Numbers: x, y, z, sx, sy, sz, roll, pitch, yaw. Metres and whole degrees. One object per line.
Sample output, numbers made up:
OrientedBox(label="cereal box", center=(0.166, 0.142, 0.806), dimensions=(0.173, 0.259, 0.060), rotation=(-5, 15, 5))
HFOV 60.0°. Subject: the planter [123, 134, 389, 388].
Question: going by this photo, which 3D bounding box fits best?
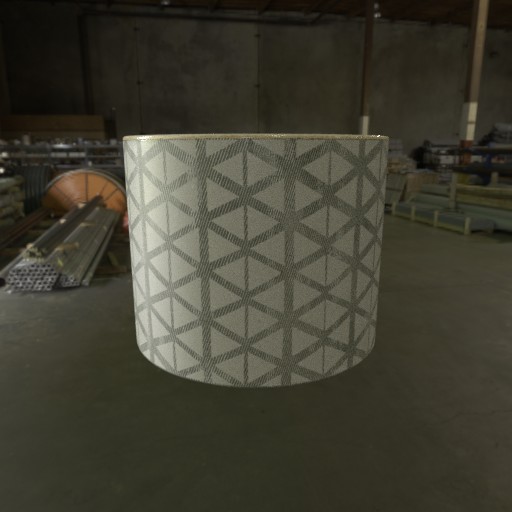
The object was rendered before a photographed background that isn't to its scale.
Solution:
OrientedBox(label="planter", center=(0.000, 0.000, 0.351), dimensions=(0.190, 0.181, 0.190), rotation=(0, 14, 0))
